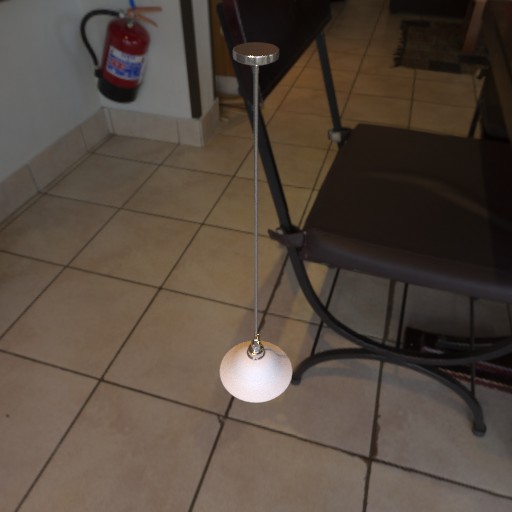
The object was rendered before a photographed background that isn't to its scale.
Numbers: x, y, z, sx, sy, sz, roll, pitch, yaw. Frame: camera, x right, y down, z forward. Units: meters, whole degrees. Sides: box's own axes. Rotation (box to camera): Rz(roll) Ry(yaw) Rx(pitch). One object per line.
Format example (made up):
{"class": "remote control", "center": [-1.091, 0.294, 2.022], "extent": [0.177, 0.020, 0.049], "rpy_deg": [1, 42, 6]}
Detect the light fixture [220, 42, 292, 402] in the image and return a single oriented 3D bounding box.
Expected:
{"class": "light fixture", "center": [0.000, 0.000, 1.537], "extent": [0.324, 1.354, 0.324], "rpy_deg": [-1, 41, -1]}
